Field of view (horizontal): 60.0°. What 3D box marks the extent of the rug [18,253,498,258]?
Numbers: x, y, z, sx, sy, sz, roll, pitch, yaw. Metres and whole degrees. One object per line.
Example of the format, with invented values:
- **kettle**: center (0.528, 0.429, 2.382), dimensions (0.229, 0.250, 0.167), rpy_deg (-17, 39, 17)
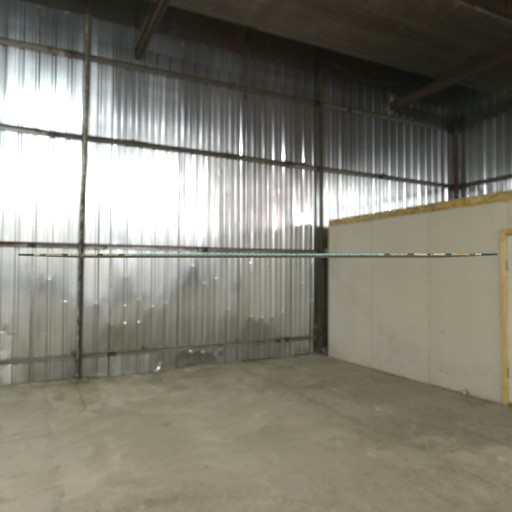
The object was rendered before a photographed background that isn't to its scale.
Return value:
- **rug**: center (0.000, 0.000, 2.628), dimensions (2.441, 0.010, 0.744), rpy_deg (0, -1, 2)
